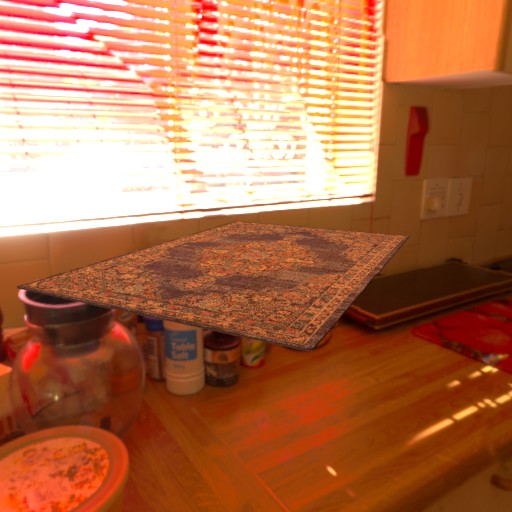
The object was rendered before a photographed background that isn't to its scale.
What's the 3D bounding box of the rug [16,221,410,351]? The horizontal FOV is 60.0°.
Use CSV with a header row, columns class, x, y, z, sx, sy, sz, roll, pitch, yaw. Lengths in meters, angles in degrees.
class,x,y,z,sx,sy,sz,roll,pitch,yaw
rug,0.000,0.000,3.706,2.053,0.011,2.940,7,16,26
